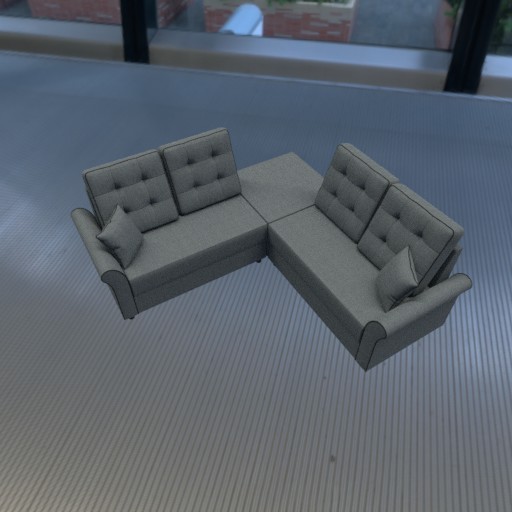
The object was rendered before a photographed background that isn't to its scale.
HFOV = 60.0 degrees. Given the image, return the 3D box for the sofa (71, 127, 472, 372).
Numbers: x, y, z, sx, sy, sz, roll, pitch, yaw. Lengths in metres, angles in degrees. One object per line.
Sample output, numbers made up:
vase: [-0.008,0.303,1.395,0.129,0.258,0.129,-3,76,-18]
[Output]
sofa: [0.000,0.000,3.208,2.068,0.988,2.070,-24,51,-21]
